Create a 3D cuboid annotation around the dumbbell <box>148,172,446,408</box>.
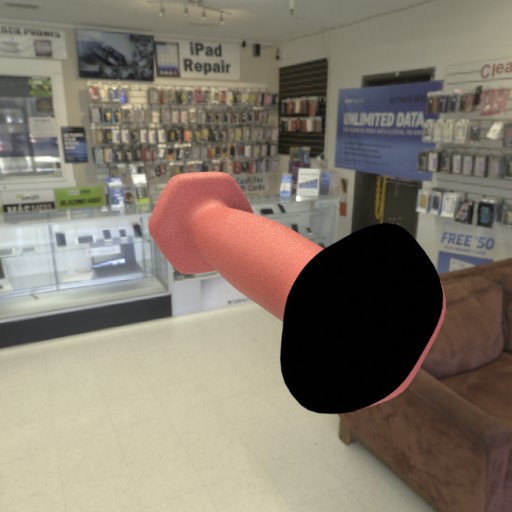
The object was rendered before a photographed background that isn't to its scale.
[{"bbox_3d":[0.000,0.000,0.144,0.047,0.043,0.123,-8,19,-24],"label":"dumbbell"}]
